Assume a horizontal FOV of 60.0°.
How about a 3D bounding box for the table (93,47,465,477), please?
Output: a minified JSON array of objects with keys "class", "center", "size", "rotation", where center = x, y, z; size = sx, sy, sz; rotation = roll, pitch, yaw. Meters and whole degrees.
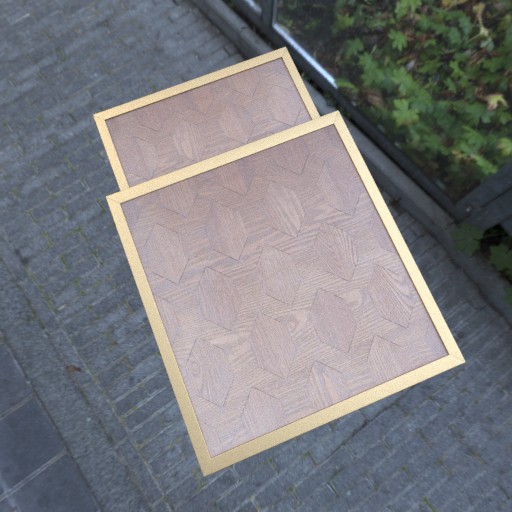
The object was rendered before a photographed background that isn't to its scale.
[{"class":"table","center":[0.000,0.000,1.100],"size":[0.505,0.505,0.762],"rotation":[-22,78,-5]}]
